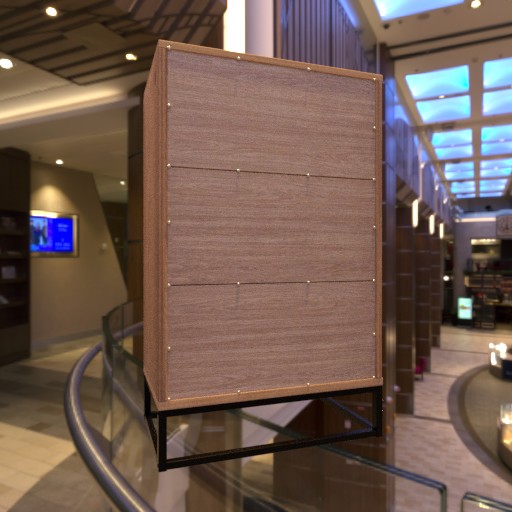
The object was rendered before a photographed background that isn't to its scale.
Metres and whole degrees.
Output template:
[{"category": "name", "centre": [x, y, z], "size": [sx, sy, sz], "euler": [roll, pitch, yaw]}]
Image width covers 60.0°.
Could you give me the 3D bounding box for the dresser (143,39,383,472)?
[{"category": "dresser", "centre": [0.000, 0.000, 1.616], "size": [0.761, 1.240, 0.479], "euler": [0, 0, -19]}]
